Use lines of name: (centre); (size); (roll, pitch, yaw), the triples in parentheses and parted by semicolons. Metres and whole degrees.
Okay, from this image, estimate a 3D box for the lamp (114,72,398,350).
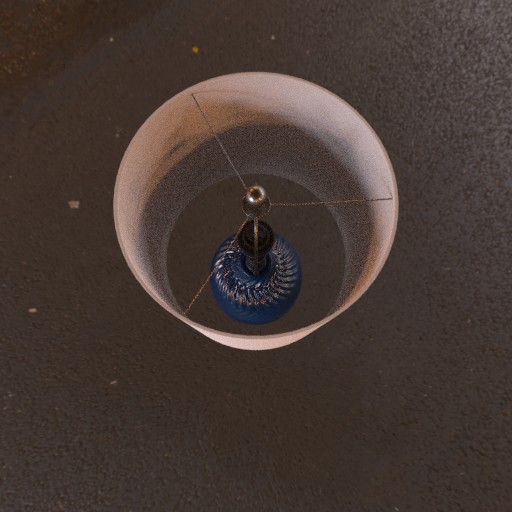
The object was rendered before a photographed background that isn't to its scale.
lamp: (0.000, 0.000, 0.489); (0.203, 0.368, 0.203); (0, 76, 0)
